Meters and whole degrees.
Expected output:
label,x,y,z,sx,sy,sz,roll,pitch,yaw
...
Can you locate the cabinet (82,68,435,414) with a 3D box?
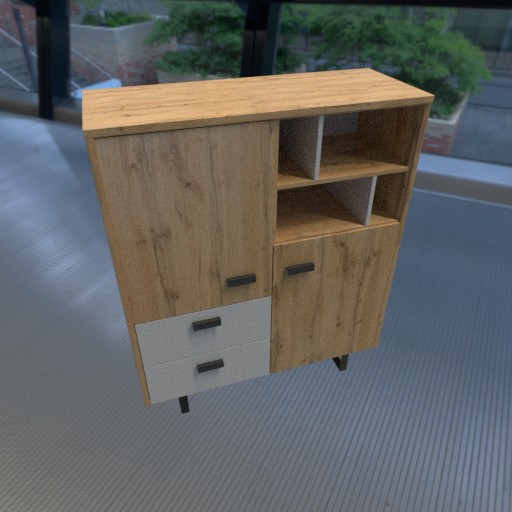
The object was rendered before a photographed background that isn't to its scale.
label,x,y,z,sx,sy,sz,roll,pitch,yaw
cabinet,0.000,0.000,1.963,1.168,1.397,0.473,-10,36,-15
